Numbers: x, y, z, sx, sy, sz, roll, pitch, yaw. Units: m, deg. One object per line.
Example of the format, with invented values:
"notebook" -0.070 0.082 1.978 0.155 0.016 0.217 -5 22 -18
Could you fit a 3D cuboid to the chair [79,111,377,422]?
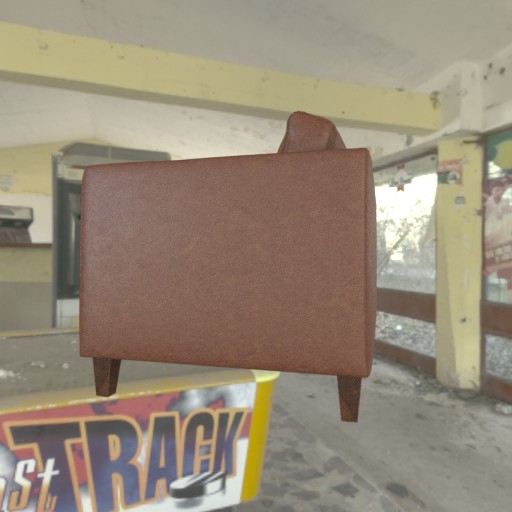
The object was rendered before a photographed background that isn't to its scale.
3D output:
"chair" 0.000 0.000 1.833 0.959 0.917 1.107 0 1 16
